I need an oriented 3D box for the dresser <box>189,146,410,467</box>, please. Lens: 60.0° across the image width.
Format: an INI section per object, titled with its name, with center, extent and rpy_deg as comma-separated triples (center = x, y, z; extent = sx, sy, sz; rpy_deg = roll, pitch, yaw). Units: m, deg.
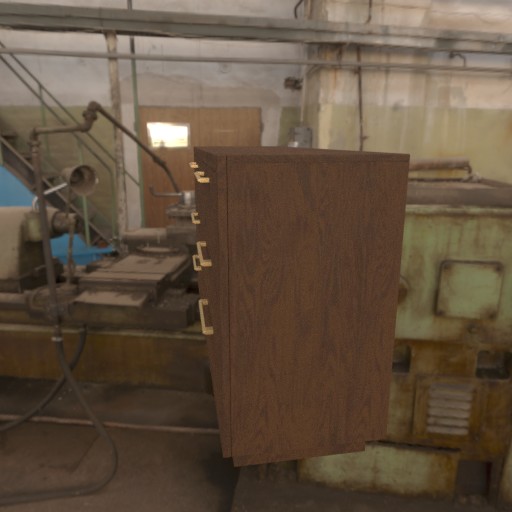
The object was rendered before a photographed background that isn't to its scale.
[dresser]
center = 0.000, 0.000, 1.889
extent = 0.512, 0.889, 1.523
rpy_deg = -2, 15, -9
